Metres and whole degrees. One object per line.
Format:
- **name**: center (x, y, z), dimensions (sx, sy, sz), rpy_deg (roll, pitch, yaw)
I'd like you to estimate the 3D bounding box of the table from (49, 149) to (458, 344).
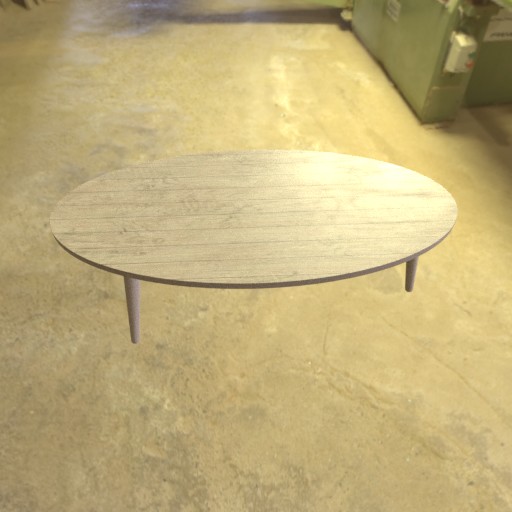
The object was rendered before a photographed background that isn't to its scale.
- **table**: center (0.000, 0.000, 1.330), dimensions (1.083, 0.390, 0.542), rpy_deg (-2, 46, -2)
